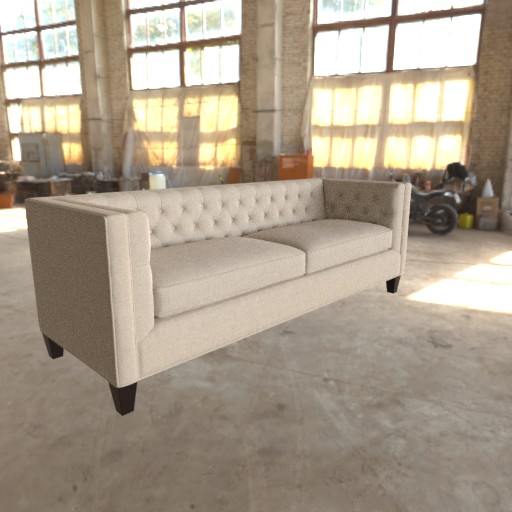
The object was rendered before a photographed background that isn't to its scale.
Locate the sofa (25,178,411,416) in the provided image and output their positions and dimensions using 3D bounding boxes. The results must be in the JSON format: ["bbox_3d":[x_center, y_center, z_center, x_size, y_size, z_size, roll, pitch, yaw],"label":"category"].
[{"bbox_3d":[0.000,0.000,2.529,0.775,0.762,2.159,13,18,43],"label":"sofa"}]
